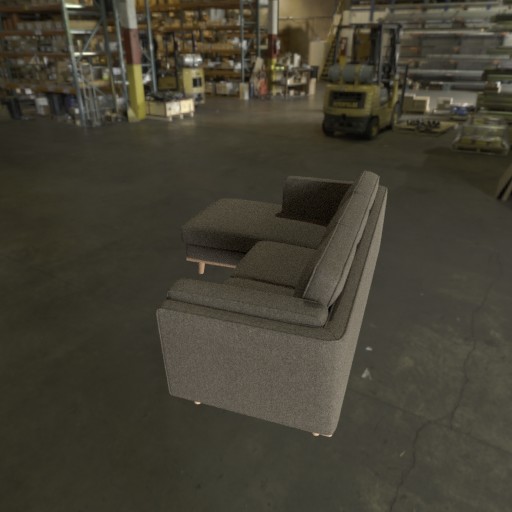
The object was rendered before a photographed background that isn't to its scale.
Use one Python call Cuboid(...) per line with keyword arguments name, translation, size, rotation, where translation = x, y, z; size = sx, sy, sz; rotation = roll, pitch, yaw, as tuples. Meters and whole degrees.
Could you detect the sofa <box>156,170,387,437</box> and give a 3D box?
Cuboid(name="sofa", translation=(0.000, 0.000, 3.176), size=(1.604, 0.929, 2.411), rotation=(9, 27, 17))
